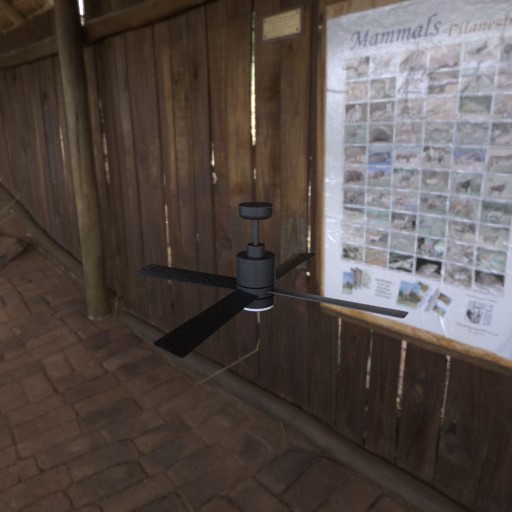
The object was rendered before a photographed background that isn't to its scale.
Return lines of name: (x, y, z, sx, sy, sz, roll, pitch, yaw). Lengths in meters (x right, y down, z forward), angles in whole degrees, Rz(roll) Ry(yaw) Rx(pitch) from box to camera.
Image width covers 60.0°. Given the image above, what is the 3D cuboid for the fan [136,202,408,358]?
fan: (0.000, 0.000, 2.281, 1.525, 0.534, 1.525, 8, 18, 26)
